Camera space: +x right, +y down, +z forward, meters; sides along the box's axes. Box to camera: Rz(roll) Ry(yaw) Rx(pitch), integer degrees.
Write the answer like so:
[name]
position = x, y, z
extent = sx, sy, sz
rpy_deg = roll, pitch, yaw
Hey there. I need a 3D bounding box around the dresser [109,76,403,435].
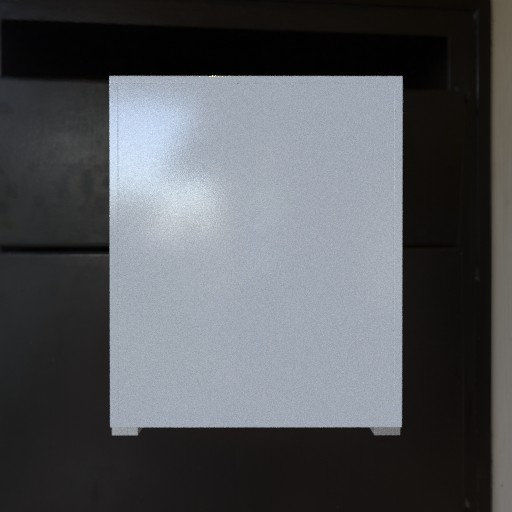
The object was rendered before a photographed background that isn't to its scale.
[dresser]
position = 0.000, 0.000, 1.184
extent = 0.650, 0.800, 0.400
rpy_deg = 0, 0, 0
